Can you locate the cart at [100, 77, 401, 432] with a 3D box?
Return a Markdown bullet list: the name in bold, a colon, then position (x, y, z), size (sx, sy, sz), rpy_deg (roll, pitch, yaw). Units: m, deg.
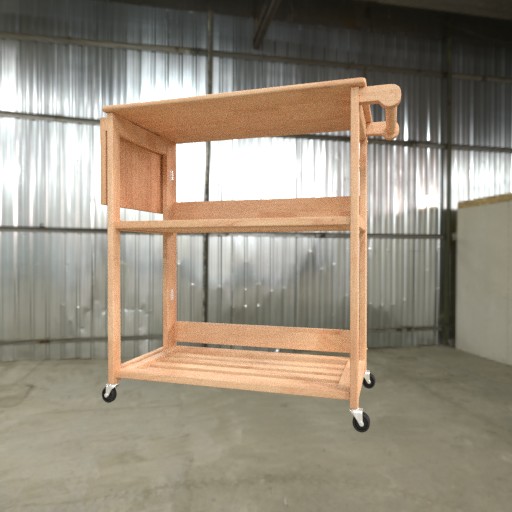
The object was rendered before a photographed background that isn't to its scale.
- **cart**: position (0.000, 0.000, 1.387), size (0.853, 0.879, 0.432), rpy_deg (0, 1, 17)
